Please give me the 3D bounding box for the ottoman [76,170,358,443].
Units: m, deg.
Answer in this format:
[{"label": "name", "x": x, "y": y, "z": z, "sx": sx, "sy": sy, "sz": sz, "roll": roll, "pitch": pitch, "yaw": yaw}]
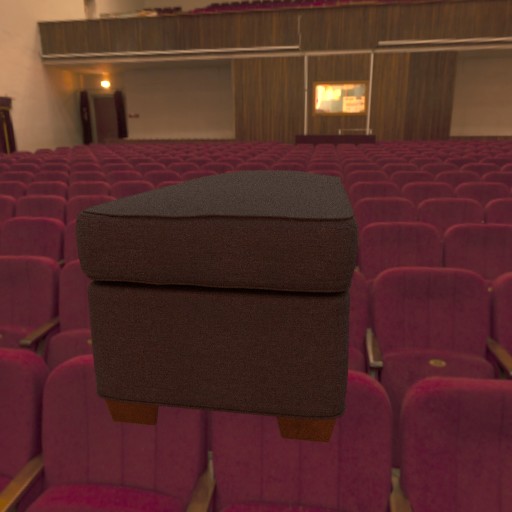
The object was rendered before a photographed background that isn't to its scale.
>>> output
[{"label": "ottoman", "x": 0.000, "y": 0.000, "z": 1.320, "sx": 0.515, "sy": 0.460, "sz": 1.110, "roll": 2, "pitch": 14, "yaw": 9}]
